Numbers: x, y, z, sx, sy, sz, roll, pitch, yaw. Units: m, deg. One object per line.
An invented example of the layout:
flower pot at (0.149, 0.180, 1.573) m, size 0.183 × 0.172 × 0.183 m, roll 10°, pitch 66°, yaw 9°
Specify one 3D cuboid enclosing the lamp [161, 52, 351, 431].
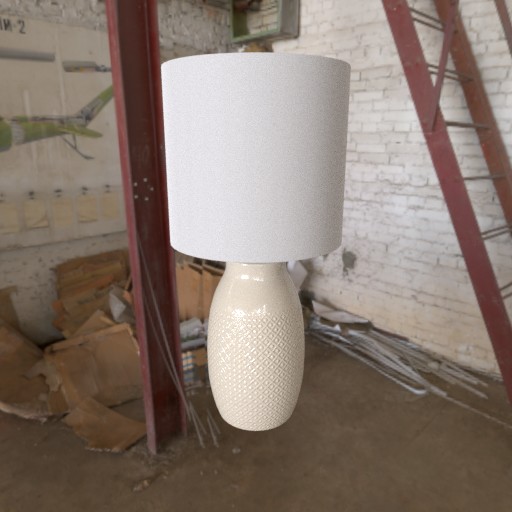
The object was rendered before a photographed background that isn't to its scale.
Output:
lamp at (0.000, 0.000, 0.576) m, size 0.217 × 0.453 × 0.217 m, roll -2°, pitch 16°, yaw -8°
